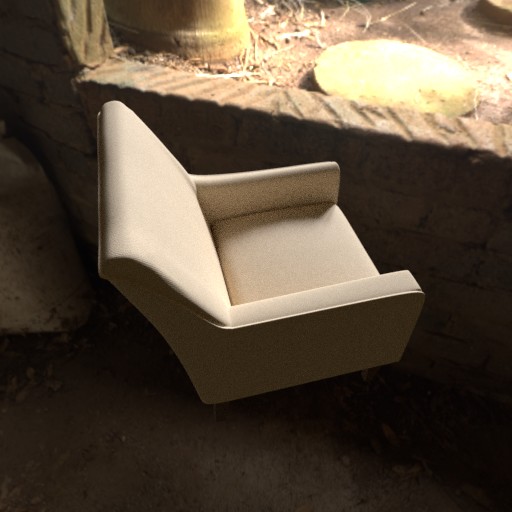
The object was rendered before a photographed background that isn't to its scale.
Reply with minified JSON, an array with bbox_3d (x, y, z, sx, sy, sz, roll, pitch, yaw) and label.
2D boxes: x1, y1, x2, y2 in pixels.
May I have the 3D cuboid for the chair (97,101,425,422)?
[{"bbox_3d":[0.000,0.000,1.601,0.899,0.919,0.780,-10,47,-10],"label":"chair"}]
